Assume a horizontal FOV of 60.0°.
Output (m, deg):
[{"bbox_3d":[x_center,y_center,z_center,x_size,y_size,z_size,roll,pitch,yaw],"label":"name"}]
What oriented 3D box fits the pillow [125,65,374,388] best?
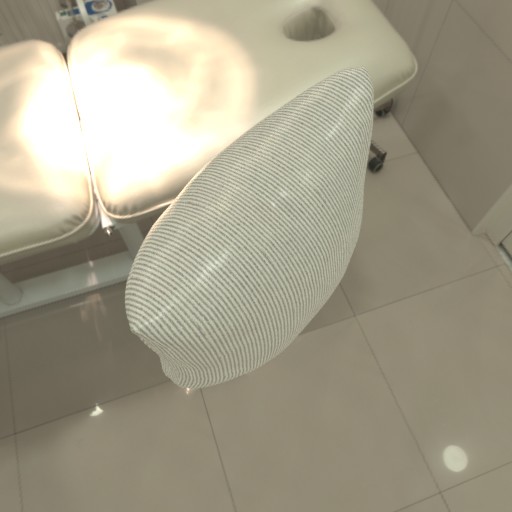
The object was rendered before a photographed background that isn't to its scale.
[{"bbox_3d":[0.000,0.000,0.687,0.387,0.432,0.310,-17,64,-9],"label":"pillow"}]
